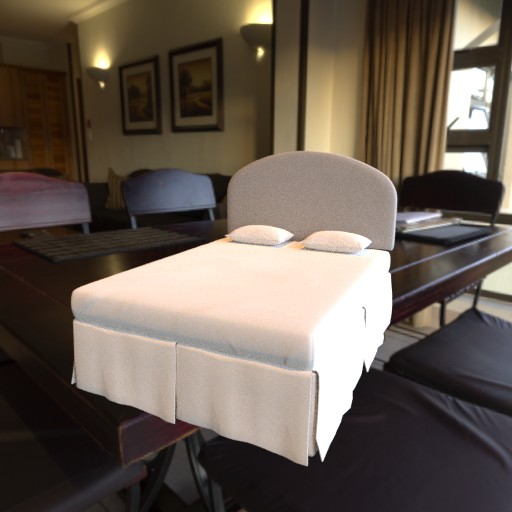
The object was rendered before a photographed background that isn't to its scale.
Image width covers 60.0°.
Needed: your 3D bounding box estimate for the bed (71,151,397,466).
[{"bbox_3d":[0.000,0.000,3.044,1.607,1.410,2.005,6,15,25],"label":"bed"}]
